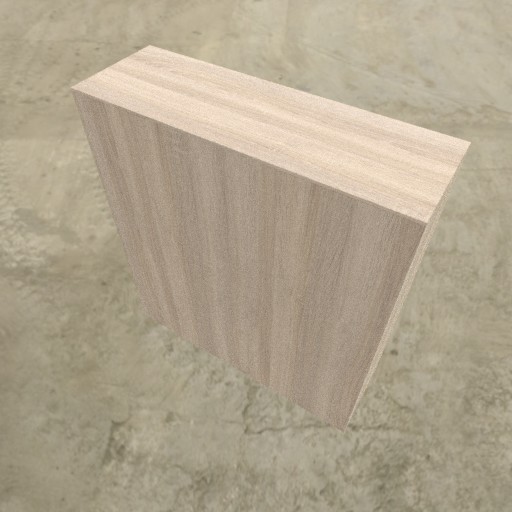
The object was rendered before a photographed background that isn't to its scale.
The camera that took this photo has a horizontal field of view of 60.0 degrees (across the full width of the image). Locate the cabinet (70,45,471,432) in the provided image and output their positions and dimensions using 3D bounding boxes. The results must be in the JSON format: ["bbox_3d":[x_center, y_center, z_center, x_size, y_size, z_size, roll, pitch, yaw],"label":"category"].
[{"bbox_3d":[0.000,0.000,2.887,1.870,2.060,0.620,25,53,21],"label":"cabinet"}]
